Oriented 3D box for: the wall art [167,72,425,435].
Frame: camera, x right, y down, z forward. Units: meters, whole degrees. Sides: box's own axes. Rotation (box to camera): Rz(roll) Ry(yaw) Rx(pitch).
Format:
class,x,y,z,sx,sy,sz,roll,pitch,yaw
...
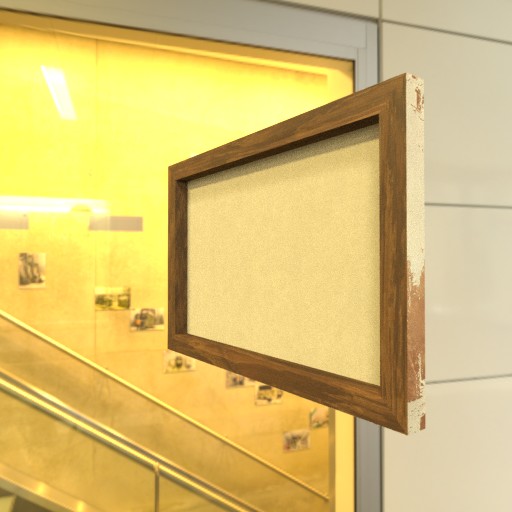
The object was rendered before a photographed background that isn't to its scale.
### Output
class,x,y,z,sx,sy,sz,roll,pitch,yaw
wall art,0.000,0.000,0.748,0.035,0.405,0.609,1,-1,-37
